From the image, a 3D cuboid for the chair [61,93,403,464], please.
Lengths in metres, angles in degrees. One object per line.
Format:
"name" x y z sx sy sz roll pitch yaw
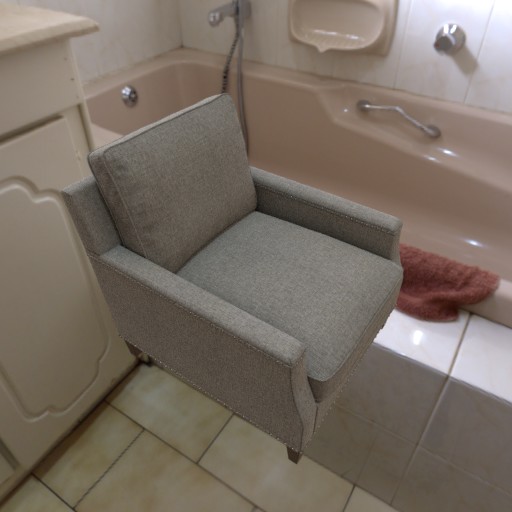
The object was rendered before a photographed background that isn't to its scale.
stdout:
"chair" 0.000 0.000 1.723 1.014 0.943 0.853 24 45 26
